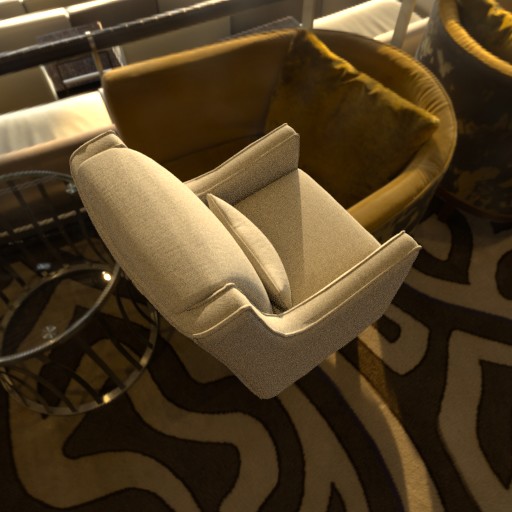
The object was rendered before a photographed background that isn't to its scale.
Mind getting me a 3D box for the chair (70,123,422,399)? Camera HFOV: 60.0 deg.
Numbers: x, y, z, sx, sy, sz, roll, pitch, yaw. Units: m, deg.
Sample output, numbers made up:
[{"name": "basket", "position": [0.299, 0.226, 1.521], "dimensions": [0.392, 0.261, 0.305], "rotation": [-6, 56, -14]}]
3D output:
[{"name": "chair", "position": [0.000, 0.000, 1.583], "dimensions": [0.879, 0.993, 0.732], "rotation": [-32, 63, -18]}]
